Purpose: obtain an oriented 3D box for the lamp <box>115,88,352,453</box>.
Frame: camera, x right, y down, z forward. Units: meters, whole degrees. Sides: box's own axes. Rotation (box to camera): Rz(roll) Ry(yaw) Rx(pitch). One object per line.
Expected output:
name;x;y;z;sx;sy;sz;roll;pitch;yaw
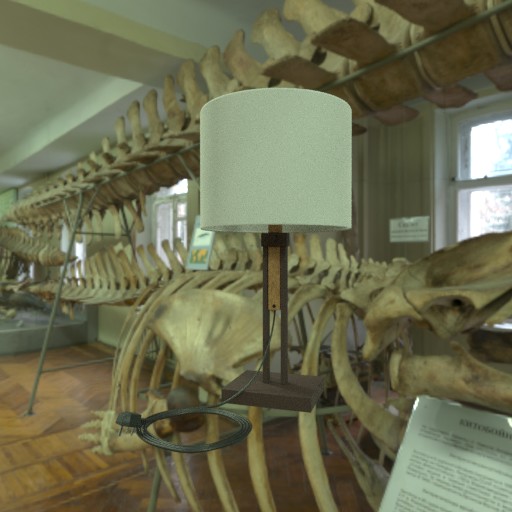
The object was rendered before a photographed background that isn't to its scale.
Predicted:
lamp;0.000;0.000;0.982;0.396;0.668;0.525;0;0;18
